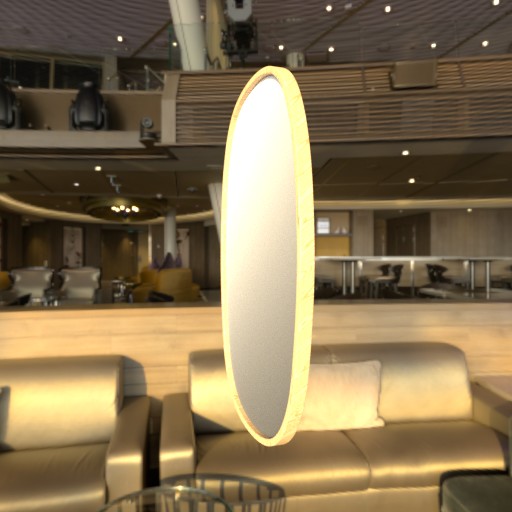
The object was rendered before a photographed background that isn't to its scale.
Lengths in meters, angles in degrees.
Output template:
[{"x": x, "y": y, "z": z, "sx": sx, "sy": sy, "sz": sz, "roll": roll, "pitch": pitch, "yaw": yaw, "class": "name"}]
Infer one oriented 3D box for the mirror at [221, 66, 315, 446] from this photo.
[{"x": 0.000, "y": 0.000, "z": 1.349, "sx": 0.037, "sy": 1.075, "sz": 0.724, "roll": 0, "pitch": 0, "yaw": -19, "class": "mirror"}]
